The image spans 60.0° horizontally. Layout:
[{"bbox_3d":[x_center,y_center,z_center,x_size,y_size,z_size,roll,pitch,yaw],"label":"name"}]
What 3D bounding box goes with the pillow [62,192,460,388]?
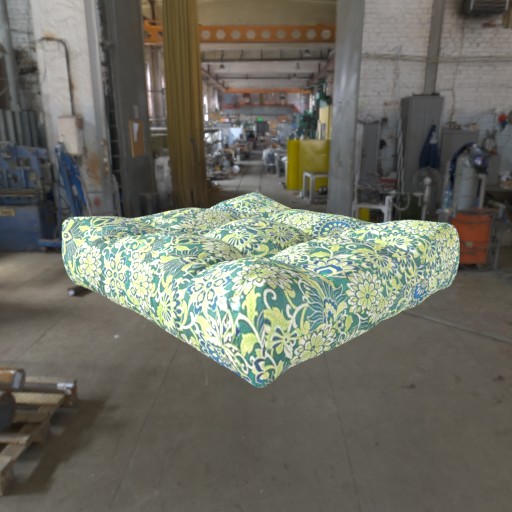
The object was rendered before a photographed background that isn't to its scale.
[{"bbox_3d":[0.000,0.000,0.728,0.468,0.128,0.490,-15,22,-41],"label":"pillow"}]
